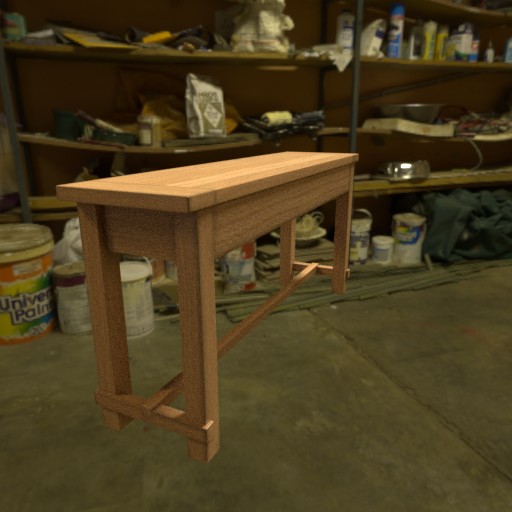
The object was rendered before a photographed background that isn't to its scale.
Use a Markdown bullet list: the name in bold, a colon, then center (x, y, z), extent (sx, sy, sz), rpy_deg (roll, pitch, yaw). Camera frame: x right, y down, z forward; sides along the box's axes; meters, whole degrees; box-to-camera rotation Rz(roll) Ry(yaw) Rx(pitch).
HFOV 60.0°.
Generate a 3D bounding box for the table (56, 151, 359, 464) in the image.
- **table**: center (0.000, 0.000, 1.866), extent (0.442, 0.762, 1.599), rpy_deg (8, 18, 25)
